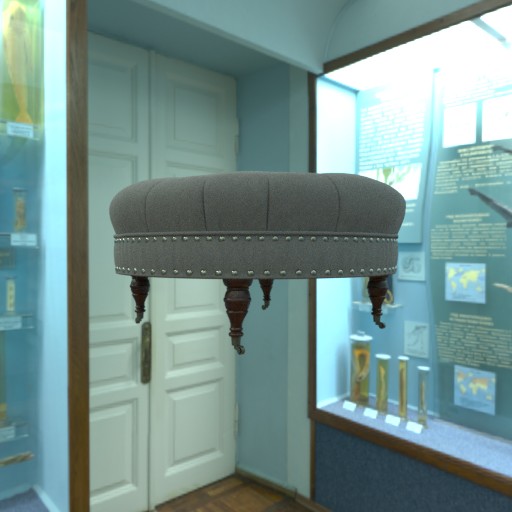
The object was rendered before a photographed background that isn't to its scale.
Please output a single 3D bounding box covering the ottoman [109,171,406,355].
[{"bbox_3d":[0.000,0.000,1.394,0.901,0.439,0.901,0,1,0],"label":"ottoman"}]
